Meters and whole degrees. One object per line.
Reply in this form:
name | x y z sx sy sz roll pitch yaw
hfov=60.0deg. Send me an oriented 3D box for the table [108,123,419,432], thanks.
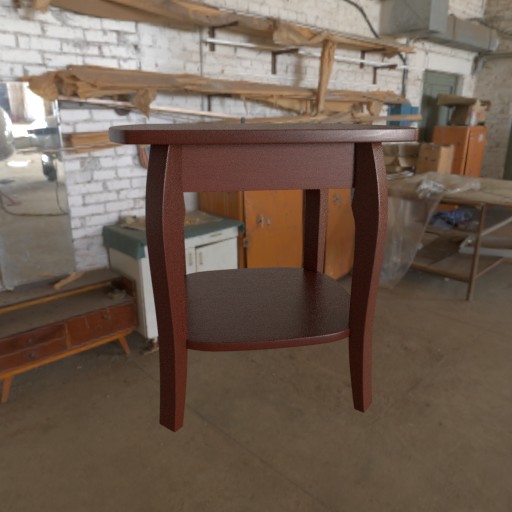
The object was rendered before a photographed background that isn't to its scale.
table | 0.000 0.000 0.878 0.502 0.496 0.433 -3 18 -8
